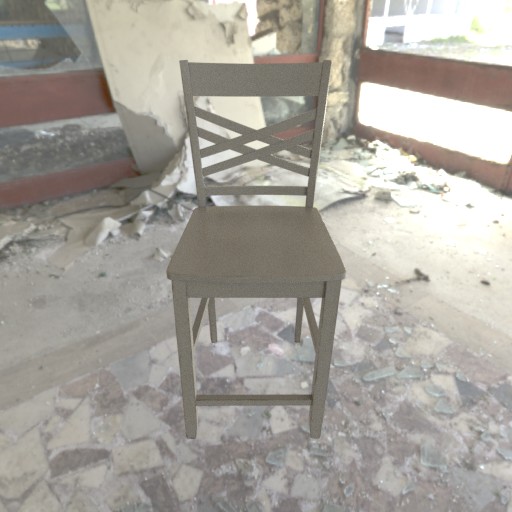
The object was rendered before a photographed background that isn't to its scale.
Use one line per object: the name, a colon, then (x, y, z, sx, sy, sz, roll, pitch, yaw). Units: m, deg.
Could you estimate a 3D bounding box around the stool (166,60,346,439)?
stool: (0.000, 0.000, 1.393, 0.462, 1.079, 0.539, 0, 31, 0)
